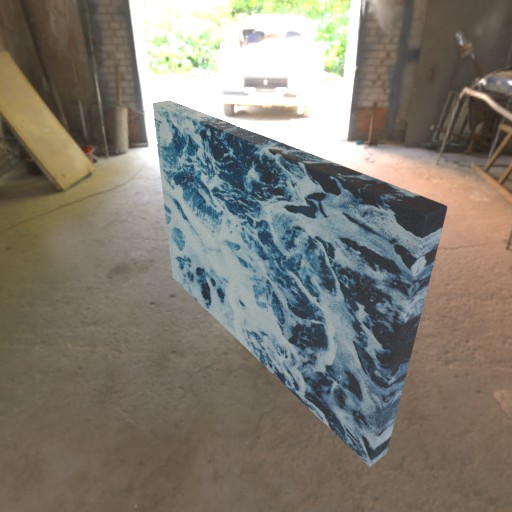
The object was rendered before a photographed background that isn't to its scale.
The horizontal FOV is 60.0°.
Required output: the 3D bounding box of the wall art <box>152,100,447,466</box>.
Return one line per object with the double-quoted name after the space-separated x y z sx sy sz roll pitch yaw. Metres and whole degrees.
0.000 0.000 0.756 0.043 0.407 0.609 -21 37 -31 "wall art"
